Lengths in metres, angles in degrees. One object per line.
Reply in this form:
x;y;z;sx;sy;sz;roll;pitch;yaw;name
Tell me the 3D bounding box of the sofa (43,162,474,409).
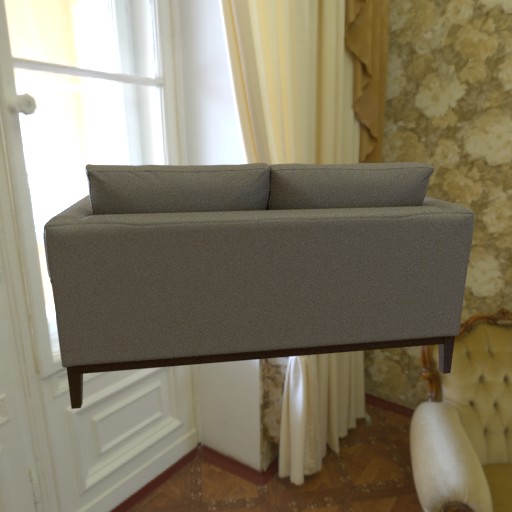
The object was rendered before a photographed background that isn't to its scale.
0.000;0.000;2.057;1.598;0.873;0.899;-3;15;-9;sofa
